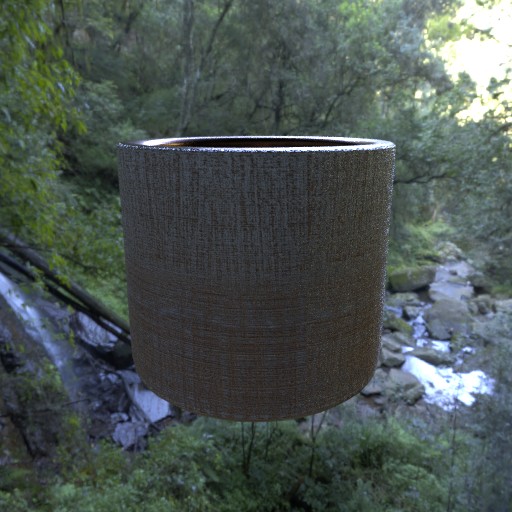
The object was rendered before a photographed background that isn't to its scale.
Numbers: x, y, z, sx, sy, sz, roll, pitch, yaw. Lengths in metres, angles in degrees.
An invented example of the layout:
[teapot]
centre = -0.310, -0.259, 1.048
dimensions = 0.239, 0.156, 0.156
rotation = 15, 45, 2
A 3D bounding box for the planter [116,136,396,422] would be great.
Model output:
[planter]
centre = 0.000, 0.000, 0.190
dimensions = 0.109, 0.096, 0.109
rotation = 0, 17, 0
